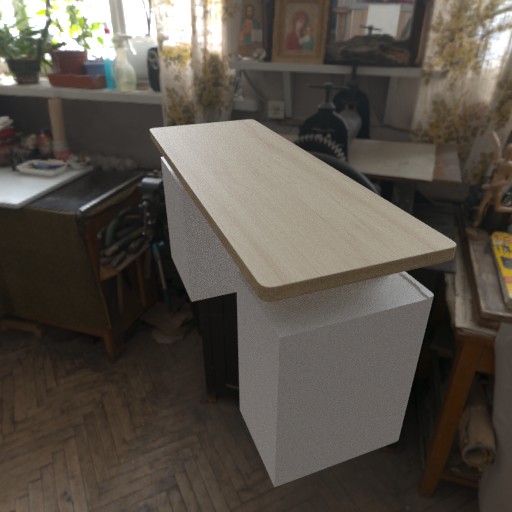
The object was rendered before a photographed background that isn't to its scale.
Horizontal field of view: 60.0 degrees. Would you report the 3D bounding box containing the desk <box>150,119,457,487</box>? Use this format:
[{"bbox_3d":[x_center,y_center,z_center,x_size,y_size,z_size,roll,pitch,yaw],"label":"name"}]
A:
[{"bbox_3d":[0.000,0.000,1.848,0.550,0.755,1.500,-11,32,-18],"label":"desk"}]
